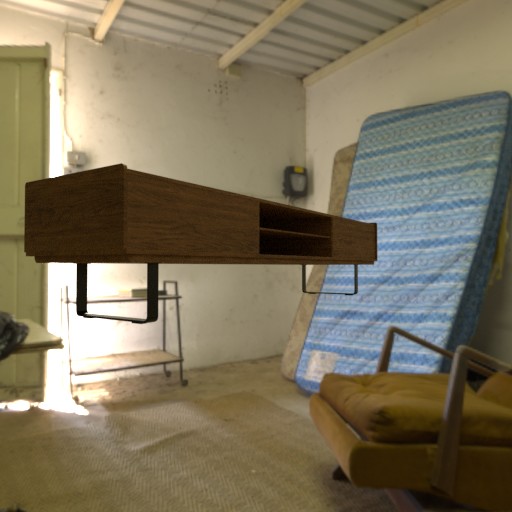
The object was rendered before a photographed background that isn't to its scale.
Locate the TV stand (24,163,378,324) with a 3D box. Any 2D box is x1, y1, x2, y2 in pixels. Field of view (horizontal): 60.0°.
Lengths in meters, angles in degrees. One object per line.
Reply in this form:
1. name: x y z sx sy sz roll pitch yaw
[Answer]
1. TV stand: 0.000 0.000 1.947 0.467 0.415 1.796 -1 -2 34
